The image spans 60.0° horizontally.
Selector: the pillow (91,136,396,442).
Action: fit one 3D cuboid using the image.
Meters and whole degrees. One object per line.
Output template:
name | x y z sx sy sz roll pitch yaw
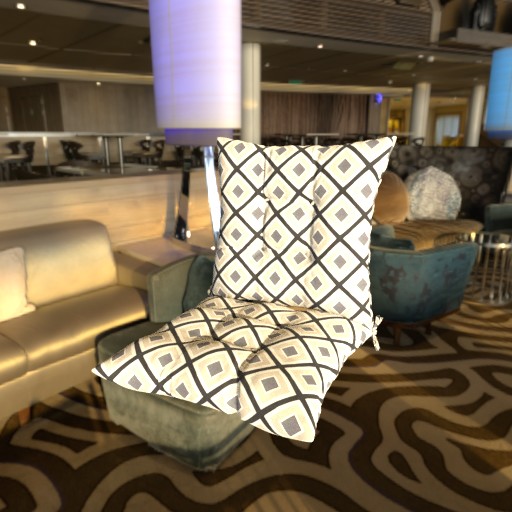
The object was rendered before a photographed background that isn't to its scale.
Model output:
pillow | 0.000 0.000 1.029 0.541 0.536 0.585 8 17 26
